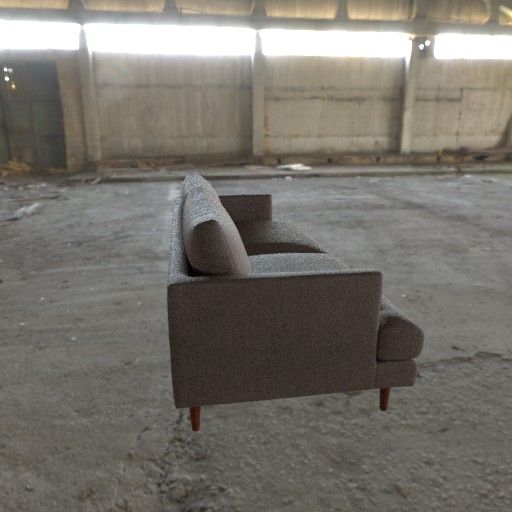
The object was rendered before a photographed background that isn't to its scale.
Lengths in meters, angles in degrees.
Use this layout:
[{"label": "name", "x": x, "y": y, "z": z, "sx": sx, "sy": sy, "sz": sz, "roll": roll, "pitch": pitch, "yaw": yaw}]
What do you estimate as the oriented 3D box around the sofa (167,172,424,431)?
[{"label": "sofa", "x": 0.000, "y": 0.000, "z": 2.761, "sx": 1.020, "sy": 0.868, "sz": 2.250, "roll": -3, "pitch": 16, "yaw": -9}]
